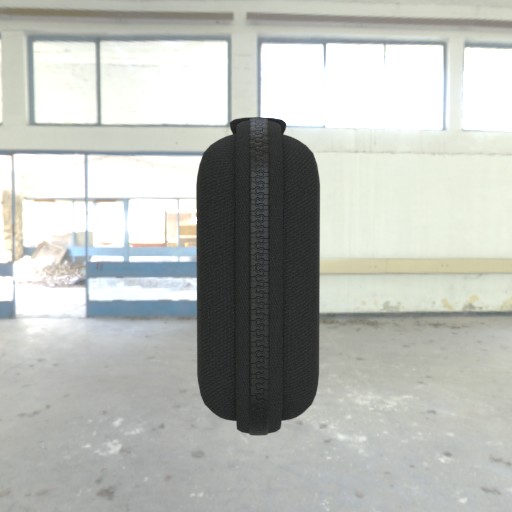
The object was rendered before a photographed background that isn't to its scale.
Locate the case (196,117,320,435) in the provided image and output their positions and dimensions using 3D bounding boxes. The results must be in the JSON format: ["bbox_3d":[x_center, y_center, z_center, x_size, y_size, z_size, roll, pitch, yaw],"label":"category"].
[{"bbox_3d":[0.000,0.000,0.183,0.038,0.105,0.132,0,2,-1],"label":"case"}]
